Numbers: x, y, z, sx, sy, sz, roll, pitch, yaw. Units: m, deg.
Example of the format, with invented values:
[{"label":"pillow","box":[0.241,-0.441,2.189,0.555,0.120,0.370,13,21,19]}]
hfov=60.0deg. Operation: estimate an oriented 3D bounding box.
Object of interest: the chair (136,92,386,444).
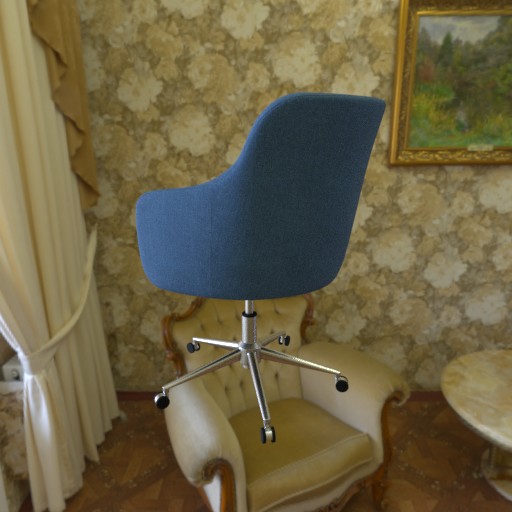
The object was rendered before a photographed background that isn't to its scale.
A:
[{"label":"chair","box":[0.000,0.000,1.245,0.599,0.820,0.655,-15,21,-43]}]
